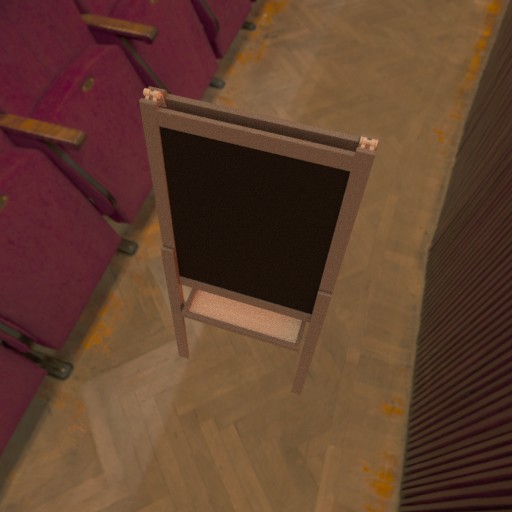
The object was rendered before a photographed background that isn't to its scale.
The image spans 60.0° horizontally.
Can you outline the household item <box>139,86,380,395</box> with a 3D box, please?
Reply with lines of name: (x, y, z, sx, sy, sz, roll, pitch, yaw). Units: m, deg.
household item: (0.000, 0.000, 1.452, 0.531, 1.172, 0.469, 15, 60, 9)
